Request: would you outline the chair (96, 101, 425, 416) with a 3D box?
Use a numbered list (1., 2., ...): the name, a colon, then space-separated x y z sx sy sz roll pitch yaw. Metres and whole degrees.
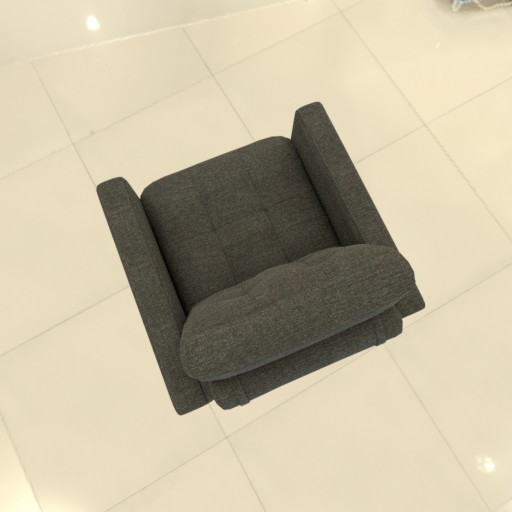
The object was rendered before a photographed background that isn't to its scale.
1. chair: 0.000 0.000 1.519 0.821 0.880 0.843 -22 77 -6
